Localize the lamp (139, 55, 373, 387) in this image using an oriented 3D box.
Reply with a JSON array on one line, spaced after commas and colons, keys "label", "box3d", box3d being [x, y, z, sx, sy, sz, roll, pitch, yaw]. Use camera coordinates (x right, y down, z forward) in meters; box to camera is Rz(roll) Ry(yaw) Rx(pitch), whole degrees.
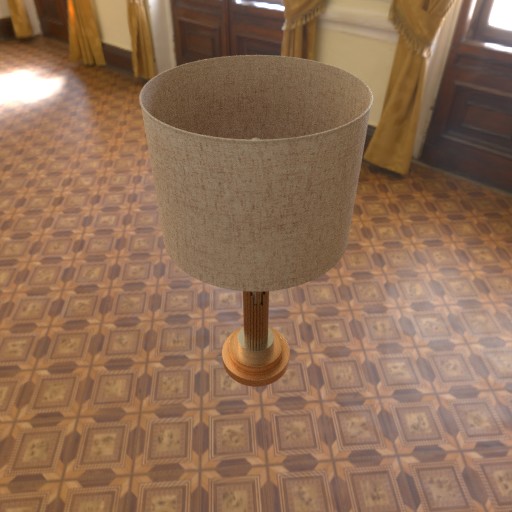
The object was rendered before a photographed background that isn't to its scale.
[{"label": "lamp", "box3d": [0.000, 0.000, 0.817, 0.321, 0.610, 0.321, -26, 46, -27]}]
